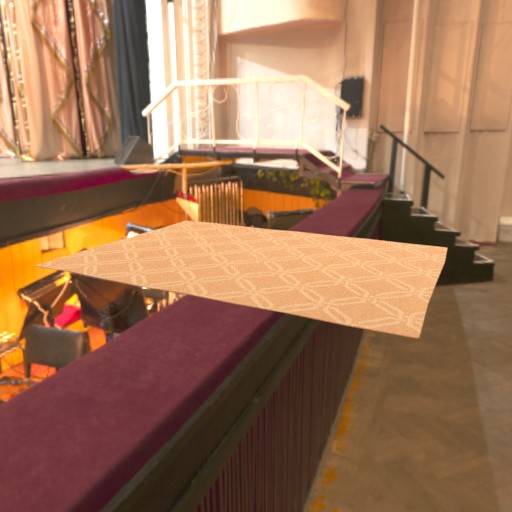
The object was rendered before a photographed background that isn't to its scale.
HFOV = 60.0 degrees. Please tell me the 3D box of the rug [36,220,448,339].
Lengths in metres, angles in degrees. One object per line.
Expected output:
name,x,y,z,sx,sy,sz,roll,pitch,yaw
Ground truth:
rug,0.000,0.000,2.769,2.135,0.013,1.524,8,17,25
